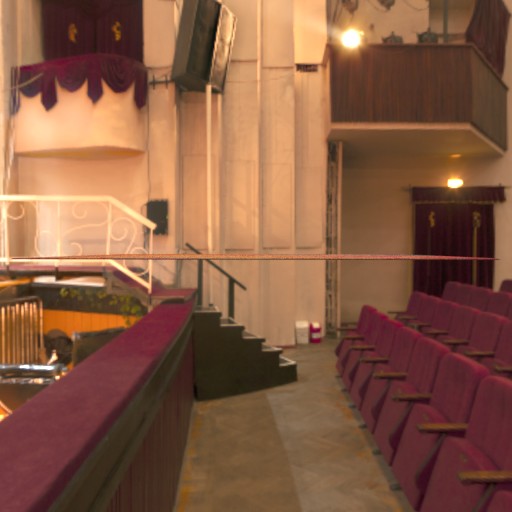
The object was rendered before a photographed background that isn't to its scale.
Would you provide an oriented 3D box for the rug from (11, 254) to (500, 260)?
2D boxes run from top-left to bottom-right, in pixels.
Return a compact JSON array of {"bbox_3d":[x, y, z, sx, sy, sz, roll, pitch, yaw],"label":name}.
[{"bbox_3d":[0.000,0.000,3.607,2.896,0.013,2.007,0,1,2],"label":"rug"}]
